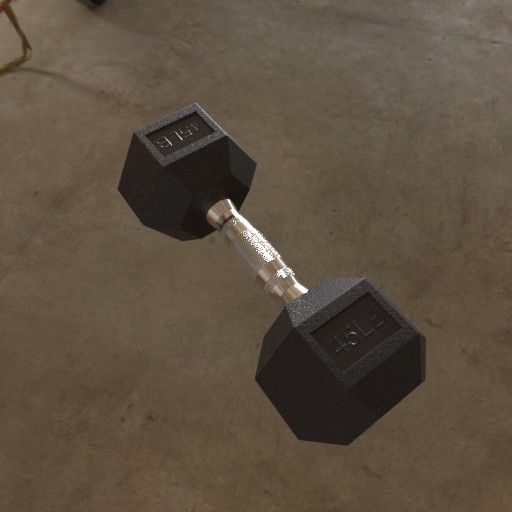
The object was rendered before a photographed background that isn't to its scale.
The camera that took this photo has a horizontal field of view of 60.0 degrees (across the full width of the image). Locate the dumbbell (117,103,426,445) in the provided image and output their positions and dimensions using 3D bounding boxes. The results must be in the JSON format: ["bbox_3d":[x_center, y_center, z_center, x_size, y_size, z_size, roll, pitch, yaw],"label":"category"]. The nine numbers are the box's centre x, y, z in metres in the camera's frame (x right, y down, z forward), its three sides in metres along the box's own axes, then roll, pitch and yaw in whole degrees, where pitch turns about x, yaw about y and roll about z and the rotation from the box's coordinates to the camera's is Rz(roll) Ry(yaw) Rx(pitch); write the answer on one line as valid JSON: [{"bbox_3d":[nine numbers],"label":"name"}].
[{"bbox_3d":[0.000,0.000,0.426,0.141,0.123,0.356,-32,64,-18],"label":"dumbbell"}]
